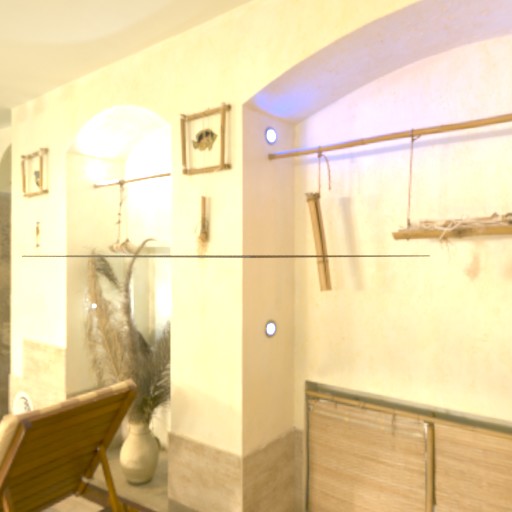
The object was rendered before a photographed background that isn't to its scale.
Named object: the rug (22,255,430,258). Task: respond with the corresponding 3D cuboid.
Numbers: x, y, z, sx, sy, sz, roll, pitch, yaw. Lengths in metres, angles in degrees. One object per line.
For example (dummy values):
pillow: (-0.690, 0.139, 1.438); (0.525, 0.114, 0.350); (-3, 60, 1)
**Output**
rug: (0.000, 0.000, 2.889); (1.600, 0.008, 2.235); (0, 0, 36)
